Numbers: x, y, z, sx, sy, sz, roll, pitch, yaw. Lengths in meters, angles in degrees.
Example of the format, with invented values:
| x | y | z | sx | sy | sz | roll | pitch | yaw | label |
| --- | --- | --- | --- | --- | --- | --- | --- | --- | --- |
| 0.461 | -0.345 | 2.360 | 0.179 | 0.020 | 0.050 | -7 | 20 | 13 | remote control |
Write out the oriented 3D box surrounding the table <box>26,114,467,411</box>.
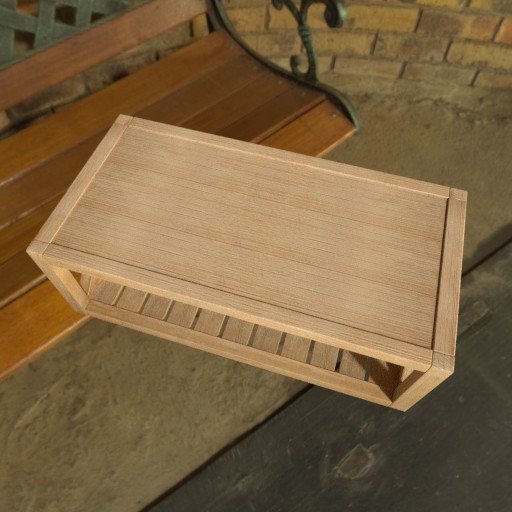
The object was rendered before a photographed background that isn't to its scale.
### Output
| x | y | z | sx | sy | sz | roll | pitch | yaw | label |
| --- | --- | --- | --- | --- | --- | --- | --- | --- | --- |
| 0.000 | 0.000 | 1.643 | 1.321 | 0.457 | 0.660 | 15 | 59 | 9 | table |
